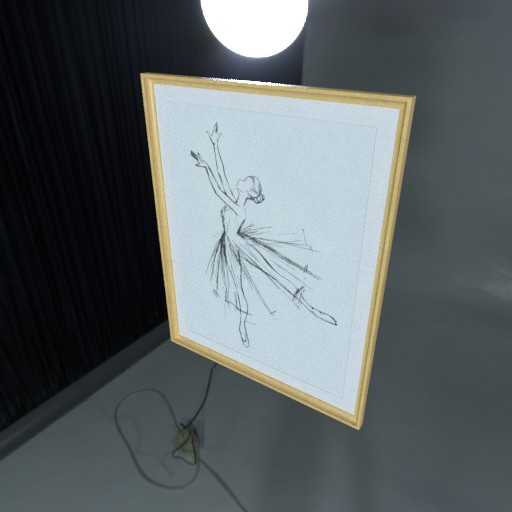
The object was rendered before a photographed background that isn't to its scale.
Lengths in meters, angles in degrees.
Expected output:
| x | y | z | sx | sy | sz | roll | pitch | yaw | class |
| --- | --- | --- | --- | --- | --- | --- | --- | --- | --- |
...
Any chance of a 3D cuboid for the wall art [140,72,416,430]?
| x | y | z | sx | sy | sz | roll | pitch | yaw | class |
| --- | --- | --- | --- | --- | --- | --- | --- | --- | --- |
| 0.000 | 0.000 | 1.365 | 0.798 | 1.002 | 0.030 | 17 | 33 | 29 | wall art |
